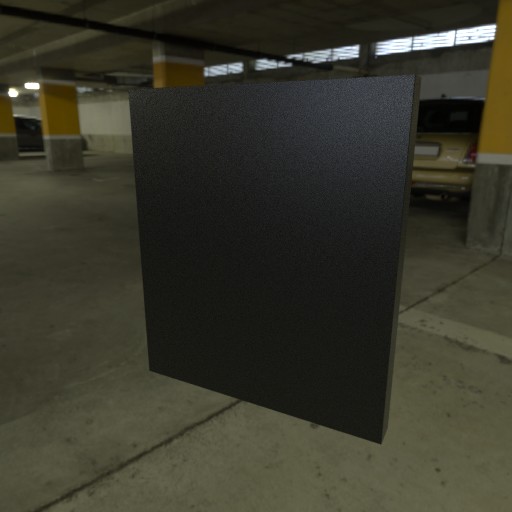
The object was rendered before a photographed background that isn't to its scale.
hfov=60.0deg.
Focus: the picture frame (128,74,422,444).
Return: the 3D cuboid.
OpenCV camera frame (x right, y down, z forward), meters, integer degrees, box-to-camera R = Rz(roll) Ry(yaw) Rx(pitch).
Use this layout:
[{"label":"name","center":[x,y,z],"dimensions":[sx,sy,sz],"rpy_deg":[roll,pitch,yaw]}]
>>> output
[{"label":"picture frame","center":[0.000,0.000,0.521],"dimensions":[0.328,0.378,0.034],"rpy_deg":[8,18,27]}]
